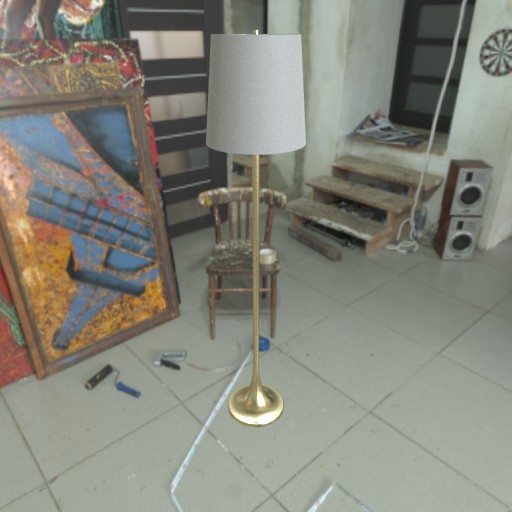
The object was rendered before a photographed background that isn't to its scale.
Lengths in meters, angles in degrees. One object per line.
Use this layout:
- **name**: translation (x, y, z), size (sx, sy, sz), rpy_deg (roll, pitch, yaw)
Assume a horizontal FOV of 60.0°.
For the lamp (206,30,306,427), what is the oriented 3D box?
- **lamp**: translation (0.000, 0.000, 1.699), size (0.337, 1.543, 0.337), rpy_deg (0, 27, 0)
